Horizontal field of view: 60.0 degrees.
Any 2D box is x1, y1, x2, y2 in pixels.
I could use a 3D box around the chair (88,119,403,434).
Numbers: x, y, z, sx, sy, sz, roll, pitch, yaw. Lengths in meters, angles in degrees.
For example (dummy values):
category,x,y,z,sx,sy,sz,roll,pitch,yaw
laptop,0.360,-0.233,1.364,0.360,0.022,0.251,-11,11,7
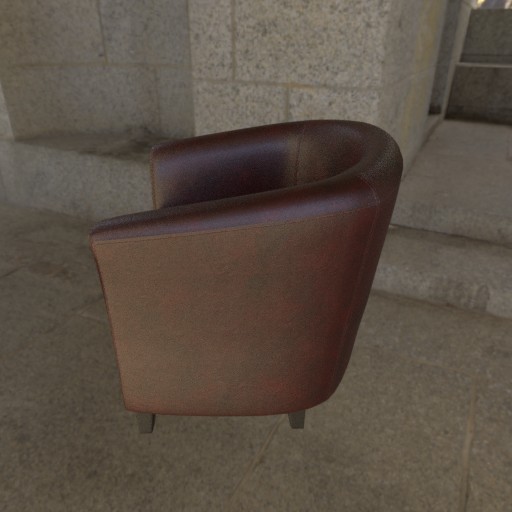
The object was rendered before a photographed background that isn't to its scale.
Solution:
category,x,y,z,sx,sy,sz,roll,pitch,yaw
chair,0.000,0.000,1.351,0.727,0.756,0.792,-1,27,-2
